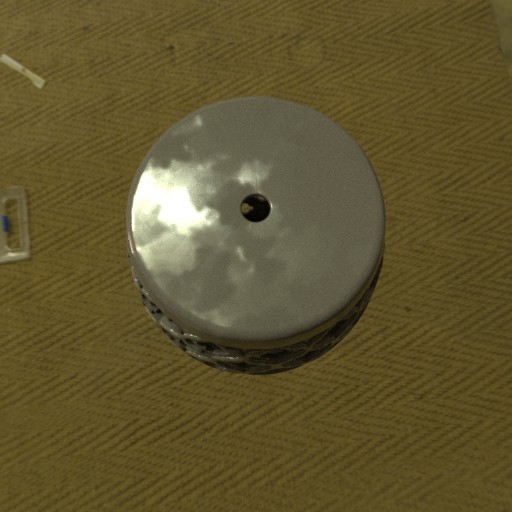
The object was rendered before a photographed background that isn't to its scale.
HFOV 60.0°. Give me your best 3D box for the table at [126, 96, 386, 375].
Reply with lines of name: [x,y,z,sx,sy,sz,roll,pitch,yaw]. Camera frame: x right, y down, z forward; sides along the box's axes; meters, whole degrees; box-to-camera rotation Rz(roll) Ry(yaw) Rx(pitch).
table: [0.000,0.000,0.628,0.325,0.388,0.325,0,76,0]
